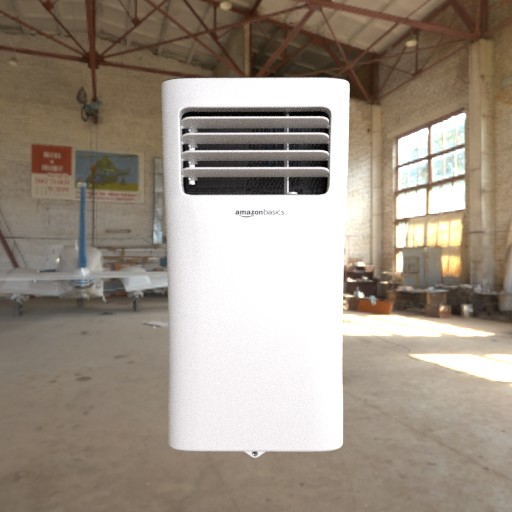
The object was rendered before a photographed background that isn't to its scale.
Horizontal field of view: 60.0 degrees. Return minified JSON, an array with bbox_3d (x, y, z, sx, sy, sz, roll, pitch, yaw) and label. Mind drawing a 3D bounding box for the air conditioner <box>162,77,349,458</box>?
[{"bbox_3d":[0.000,0.000,0.941,0.352,0.716,0.369,0,-1,1],"label":"air conditioner"}]
